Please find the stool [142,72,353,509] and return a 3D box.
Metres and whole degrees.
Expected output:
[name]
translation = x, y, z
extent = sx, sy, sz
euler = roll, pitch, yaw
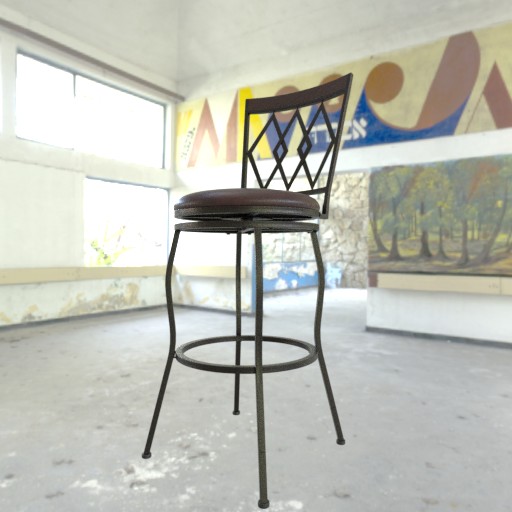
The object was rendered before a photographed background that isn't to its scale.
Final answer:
[stool]
translation = 0.000, 0.000, 1.324
extent = 0.432, 1.134, 0.521
euler = 1, 1, 36
